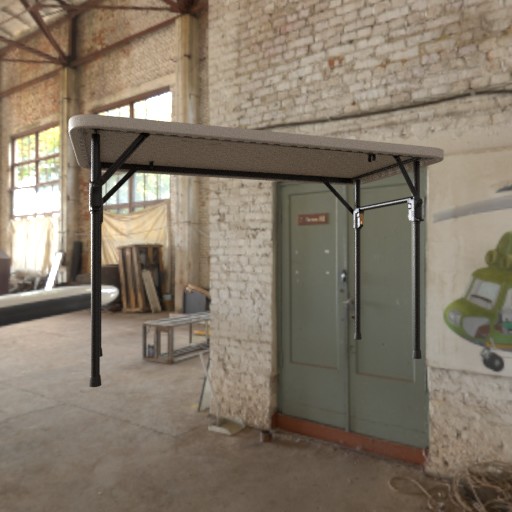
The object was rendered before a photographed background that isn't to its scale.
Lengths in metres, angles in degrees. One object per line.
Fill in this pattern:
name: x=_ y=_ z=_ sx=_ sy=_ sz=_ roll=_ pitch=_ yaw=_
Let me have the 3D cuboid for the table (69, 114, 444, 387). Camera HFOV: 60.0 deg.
table: x=0.000 y=0.000 z=1.599 sx=1.219 sy=0.729 sz=0.610 roll=0 pitch=0 yaw=-19
